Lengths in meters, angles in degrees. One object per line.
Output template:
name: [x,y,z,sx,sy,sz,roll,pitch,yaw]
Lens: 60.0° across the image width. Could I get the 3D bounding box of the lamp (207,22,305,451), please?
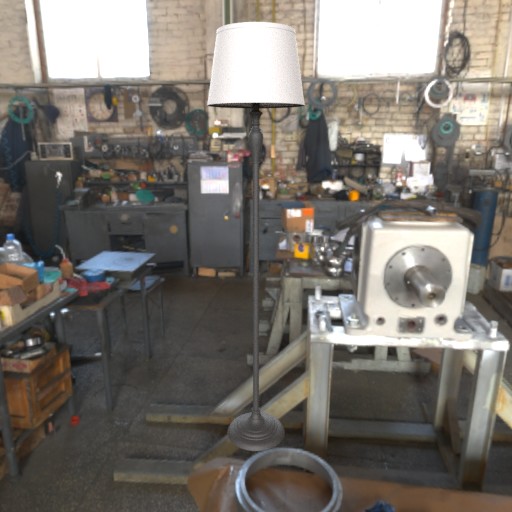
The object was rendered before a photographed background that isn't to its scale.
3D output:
lamp: [0.000,0.000,1.633,0.327,1.506,0.327,-7,17,-25]
